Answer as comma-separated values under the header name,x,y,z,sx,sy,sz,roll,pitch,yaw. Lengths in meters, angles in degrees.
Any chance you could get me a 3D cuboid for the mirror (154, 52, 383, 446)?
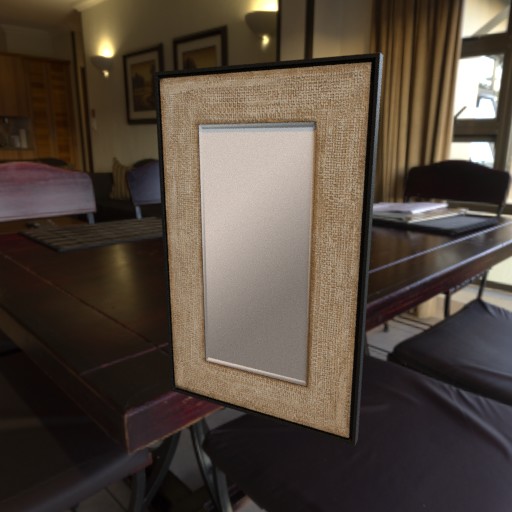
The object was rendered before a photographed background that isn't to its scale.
name,x,y,z,sx,sy,sz,roll,pitch,yaw
mirror,0.000,0.000,1.518,0.762,1.219,0.038,7,16,26
